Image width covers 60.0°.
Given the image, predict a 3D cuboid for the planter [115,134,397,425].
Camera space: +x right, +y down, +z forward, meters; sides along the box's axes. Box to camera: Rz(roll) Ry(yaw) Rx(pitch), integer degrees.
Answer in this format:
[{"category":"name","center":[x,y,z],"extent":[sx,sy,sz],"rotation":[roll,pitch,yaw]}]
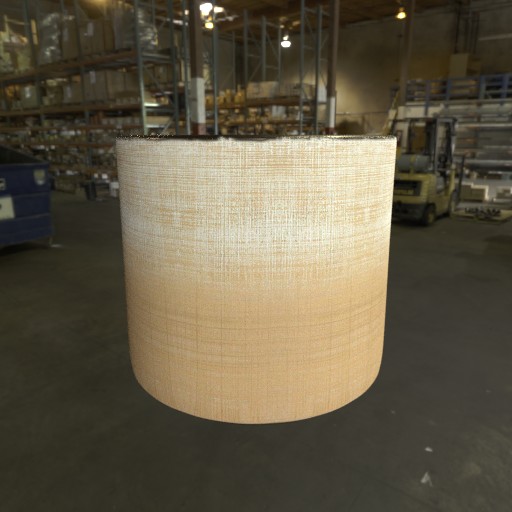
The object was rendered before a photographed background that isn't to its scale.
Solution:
[{"category":"planter","center":[0.000,0.000,0.382],"extent":[0.221,0.201,0.221],"rotation":[0,15,0]}]
